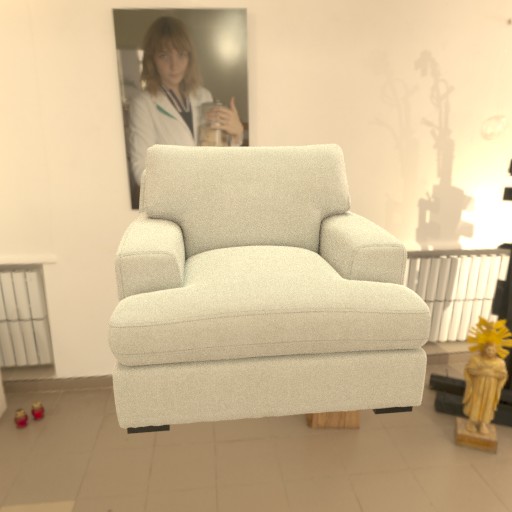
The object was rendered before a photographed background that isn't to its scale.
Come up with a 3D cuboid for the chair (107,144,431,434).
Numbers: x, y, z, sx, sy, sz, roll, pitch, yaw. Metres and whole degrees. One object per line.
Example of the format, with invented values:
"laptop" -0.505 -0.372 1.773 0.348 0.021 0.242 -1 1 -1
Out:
"chair" 0.000 0.000 1.949 1.140 0.930 1.158 -2 16 -7
